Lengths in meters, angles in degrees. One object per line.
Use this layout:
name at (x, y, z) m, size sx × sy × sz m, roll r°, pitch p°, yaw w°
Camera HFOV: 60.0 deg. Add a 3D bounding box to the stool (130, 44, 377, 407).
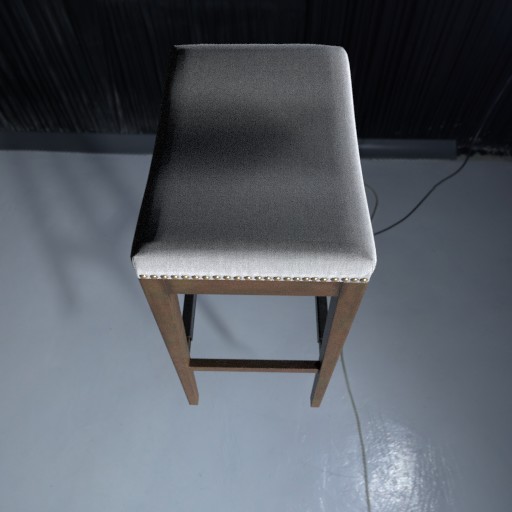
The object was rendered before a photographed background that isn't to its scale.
stool at (0.000, 0.000, 1.022) m, size 0.356 × 0.762 × 0.508 m, roll 1°, pitch 59°, yaw 1°
